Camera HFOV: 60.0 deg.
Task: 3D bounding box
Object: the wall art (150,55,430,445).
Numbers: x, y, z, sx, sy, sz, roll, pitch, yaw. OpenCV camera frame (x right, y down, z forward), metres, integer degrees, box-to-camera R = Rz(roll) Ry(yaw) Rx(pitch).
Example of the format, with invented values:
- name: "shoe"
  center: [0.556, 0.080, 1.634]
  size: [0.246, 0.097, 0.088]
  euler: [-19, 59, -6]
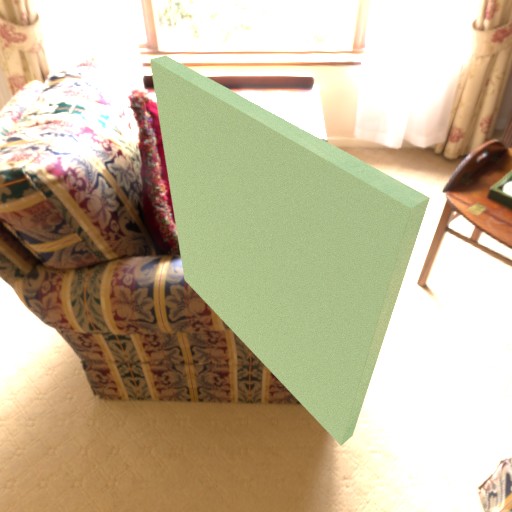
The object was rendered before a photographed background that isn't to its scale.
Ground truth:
- name: "wall art"
  center: [0.000, 0.000, 0.882]
  size: [0.036, 0.603, 0.603]
  euler: [-29, 50, -27]
